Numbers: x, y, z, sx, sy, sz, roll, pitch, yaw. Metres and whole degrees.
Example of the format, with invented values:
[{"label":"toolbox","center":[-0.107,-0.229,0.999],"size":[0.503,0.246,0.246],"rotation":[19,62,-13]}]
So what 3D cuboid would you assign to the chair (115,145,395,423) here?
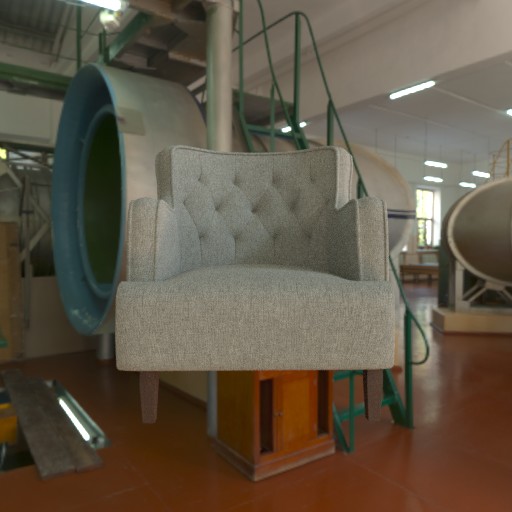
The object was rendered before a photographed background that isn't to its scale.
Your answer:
[{"label":"chair","center":[0.000,0.000,1.610],"size":[0.820,0.920,0.910],"rotation":[0,2,-1]}]
